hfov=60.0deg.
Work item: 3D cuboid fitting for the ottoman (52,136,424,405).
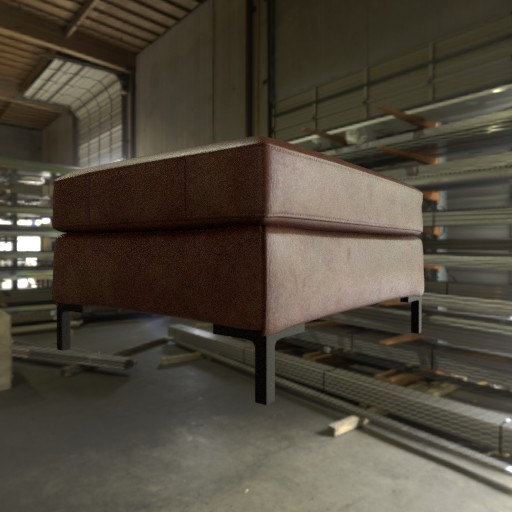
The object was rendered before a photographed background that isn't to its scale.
[{"bbox_3d":[0.000,0.000,1.750,0.965,0.667,1.186,1,1,38],"label":"ottoman"}]
